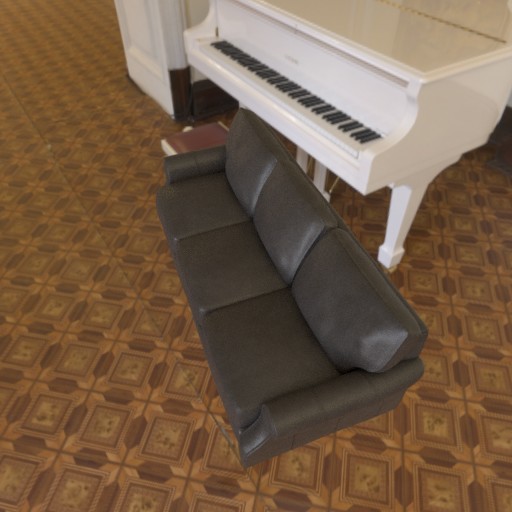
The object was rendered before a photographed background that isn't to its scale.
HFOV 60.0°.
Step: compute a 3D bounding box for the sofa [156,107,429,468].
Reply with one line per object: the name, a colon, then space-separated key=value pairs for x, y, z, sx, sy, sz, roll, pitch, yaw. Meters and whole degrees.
sofa: x=0.000 y=0.000 z=2.894 sx=0.974 sy=0.977 sz=2.387 roll=-15 pitch=47 yaw=-14
